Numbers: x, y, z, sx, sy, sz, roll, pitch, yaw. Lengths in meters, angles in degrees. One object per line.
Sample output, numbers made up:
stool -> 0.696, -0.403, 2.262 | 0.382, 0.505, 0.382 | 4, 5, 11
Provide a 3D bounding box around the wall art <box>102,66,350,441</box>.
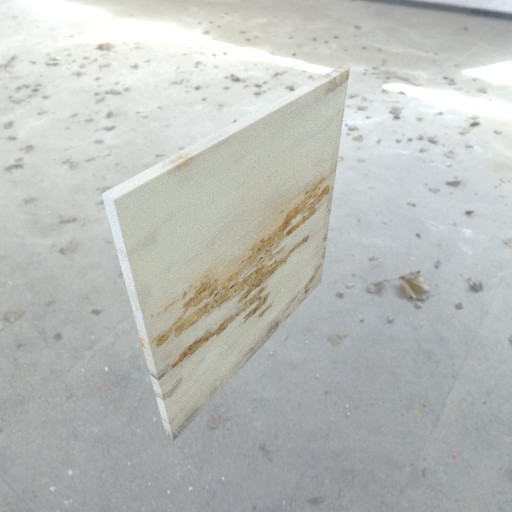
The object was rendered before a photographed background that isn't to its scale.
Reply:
wall art -> 0.000, 0.000, 1.552 | 0.040, 1.018, 1.015 | 26, 47, 27
